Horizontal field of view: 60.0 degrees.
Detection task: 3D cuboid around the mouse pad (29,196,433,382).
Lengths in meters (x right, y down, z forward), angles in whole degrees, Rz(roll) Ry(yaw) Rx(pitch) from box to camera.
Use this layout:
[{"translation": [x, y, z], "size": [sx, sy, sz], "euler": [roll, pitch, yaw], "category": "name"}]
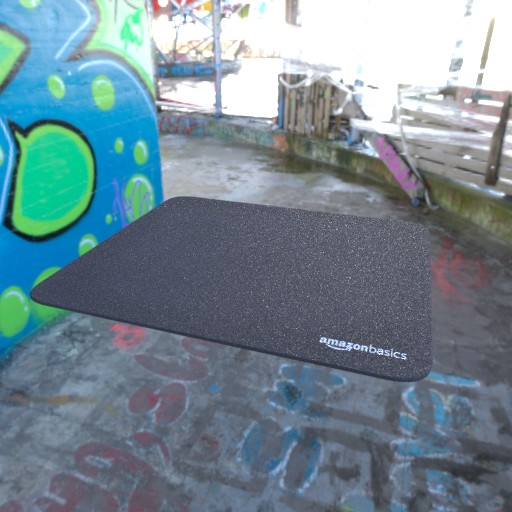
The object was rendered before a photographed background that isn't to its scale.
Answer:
[{"translation": [0.000, 0.000, 0.334], "size": [0.249, 0.002, 0.211], "euler": [9, 28, 17], "category": "mouse pad"}]
